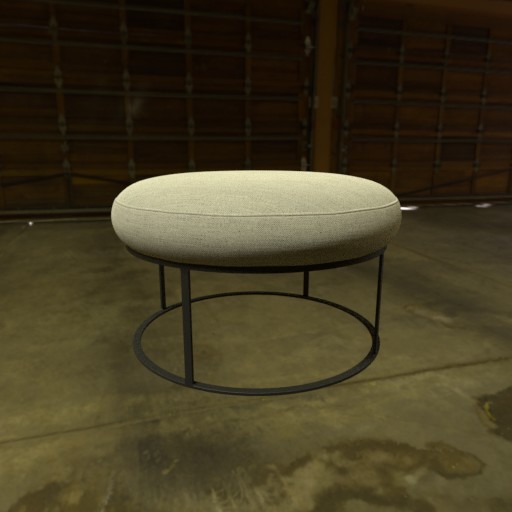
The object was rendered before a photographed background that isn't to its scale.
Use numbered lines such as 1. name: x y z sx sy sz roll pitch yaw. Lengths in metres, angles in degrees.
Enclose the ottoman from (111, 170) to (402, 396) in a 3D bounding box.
1. ottoman: 0.000 0.000 1.260 0.769 0.459 0.769 0 14 0
